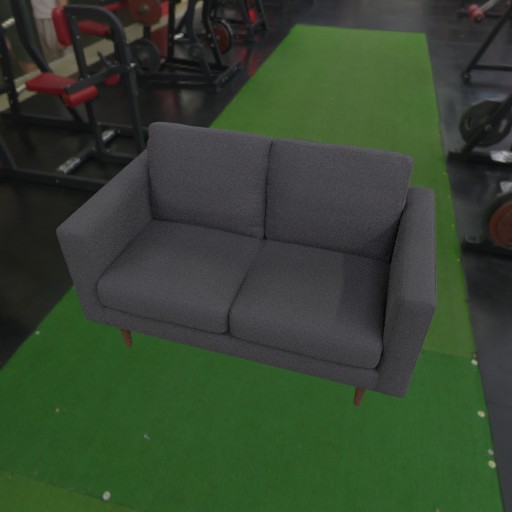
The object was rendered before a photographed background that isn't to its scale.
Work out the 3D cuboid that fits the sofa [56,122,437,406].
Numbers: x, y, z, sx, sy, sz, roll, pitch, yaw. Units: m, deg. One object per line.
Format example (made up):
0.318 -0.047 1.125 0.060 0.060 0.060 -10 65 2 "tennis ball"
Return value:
0.000 0.000 1.977 1.430 0.908 0.796 11 40 13 "sofa"
